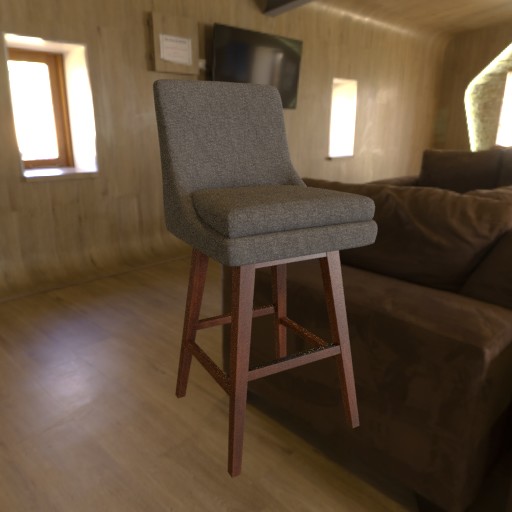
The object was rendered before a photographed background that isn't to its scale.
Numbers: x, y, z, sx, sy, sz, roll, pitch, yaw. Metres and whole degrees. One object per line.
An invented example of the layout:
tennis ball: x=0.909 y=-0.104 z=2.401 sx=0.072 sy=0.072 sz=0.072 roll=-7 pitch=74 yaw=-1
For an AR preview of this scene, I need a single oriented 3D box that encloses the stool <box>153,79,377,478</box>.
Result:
stool: x=0.000 y=0.000 z=1.391 sx=0.489 sy=1.068 sz=0.572 roll=-9 pitch=18 yaw=-28
